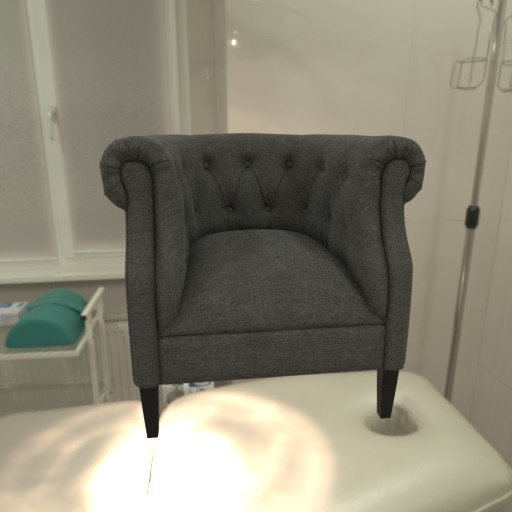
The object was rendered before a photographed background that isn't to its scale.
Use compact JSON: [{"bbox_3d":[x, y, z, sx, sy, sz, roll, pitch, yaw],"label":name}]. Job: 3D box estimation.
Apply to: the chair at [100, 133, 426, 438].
[{"bbox_3d":[0.000,0.000,1.552,0.905,0.827,0.852,-2,16,-7],"label":"chair"}]
